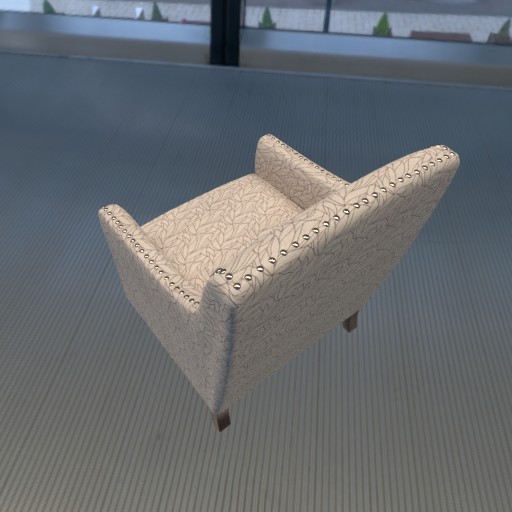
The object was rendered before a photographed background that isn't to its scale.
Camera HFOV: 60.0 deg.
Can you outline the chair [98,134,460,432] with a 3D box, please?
[{"bbox_3d":[0.000,0.000,1.265,0.623,0.816,0.651,-31,54,-25],"label":"chair"}]
